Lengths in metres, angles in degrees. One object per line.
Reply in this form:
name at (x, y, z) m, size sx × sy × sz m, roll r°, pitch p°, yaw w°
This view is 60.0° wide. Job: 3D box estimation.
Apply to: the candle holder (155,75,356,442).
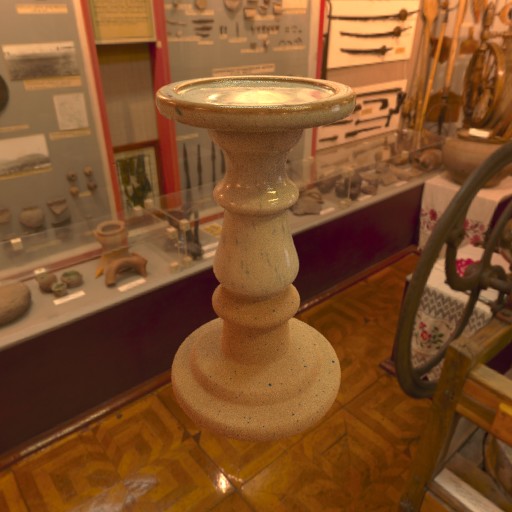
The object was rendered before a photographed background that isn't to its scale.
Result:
candle holder at (0.000, 0.000, 0.281) m, size 0.123 × 0.202 × 0.123 m, roll 0°, pitch 29°, yaw 0°
